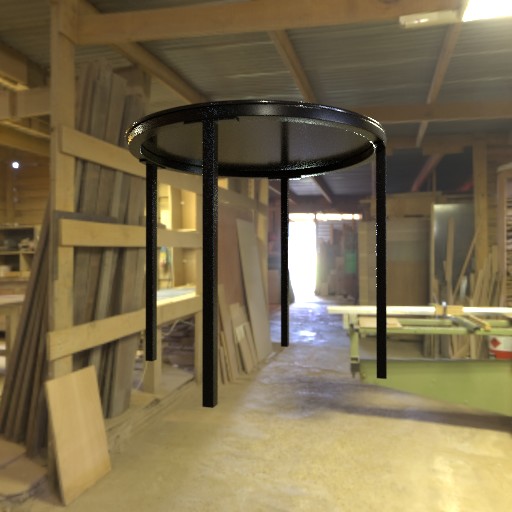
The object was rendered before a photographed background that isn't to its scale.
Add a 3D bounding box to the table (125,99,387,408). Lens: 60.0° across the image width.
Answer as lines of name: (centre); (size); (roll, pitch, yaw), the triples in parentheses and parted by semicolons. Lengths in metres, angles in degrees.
table: (0.000, 0.000, 0.881); (0.499, 0.443, 0.499); (0, -1, 0)
